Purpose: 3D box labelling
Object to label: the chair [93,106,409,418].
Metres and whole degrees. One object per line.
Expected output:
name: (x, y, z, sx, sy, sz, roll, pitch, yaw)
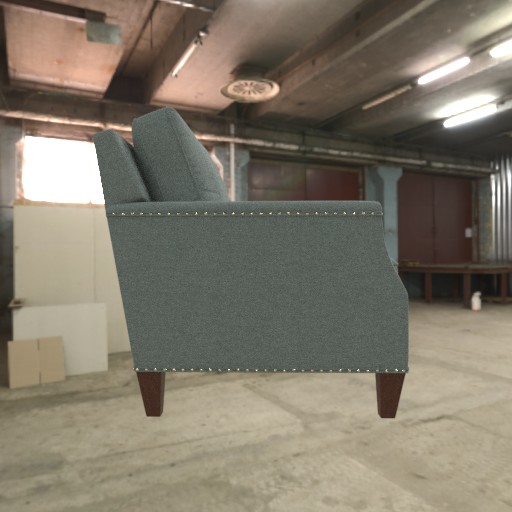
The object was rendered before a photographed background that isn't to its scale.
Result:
chair: (0.000, 0.000, 1.825, 1.031, 1.031, 0.885, 0, 0, 1)
